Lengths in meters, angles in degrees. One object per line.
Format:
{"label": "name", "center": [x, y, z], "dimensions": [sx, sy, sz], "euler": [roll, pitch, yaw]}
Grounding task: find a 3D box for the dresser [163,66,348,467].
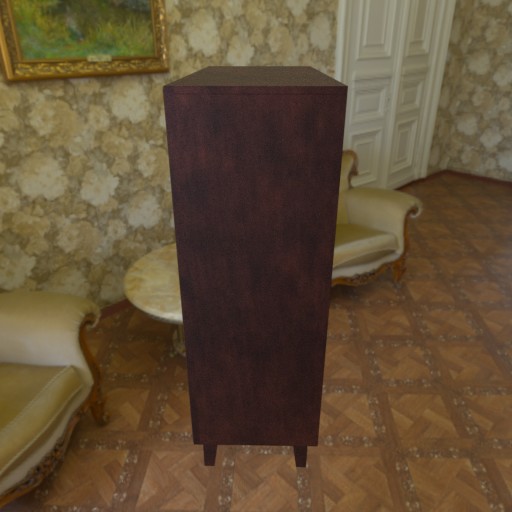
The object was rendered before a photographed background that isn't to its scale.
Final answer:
{"label": "dresser", "center": [0.000, 0.000, 1.982], "dimensions": [0.506, 1.514, 1.072], "euler": [0, 26, 1]}
